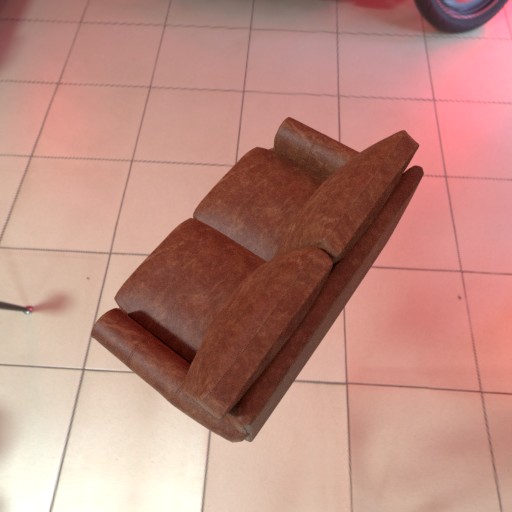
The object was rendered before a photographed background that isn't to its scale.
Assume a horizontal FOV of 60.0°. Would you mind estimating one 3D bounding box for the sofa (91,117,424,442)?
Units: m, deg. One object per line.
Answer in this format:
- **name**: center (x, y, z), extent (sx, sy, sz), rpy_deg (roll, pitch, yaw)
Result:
- **sofa**: center (0.000, 0.000, 2.272), extent (0.990, 0.967, 1.616), rpy_deg (33, 67, 16)
